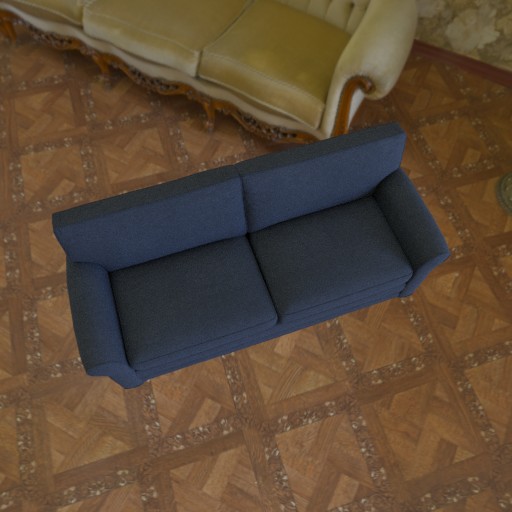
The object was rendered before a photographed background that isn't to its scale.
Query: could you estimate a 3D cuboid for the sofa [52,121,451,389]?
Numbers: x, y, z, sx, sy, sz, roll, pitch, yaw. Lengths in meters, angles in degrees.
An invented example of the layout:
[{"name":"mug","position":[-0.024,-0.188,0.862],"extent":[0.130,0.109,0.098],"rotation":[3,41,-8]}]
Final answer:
[{"name":"sofa","position":[0.000,0.000,2.956],"extent":[2.391,1.026,0.954],"rotation":[-17,64,-8]}]
